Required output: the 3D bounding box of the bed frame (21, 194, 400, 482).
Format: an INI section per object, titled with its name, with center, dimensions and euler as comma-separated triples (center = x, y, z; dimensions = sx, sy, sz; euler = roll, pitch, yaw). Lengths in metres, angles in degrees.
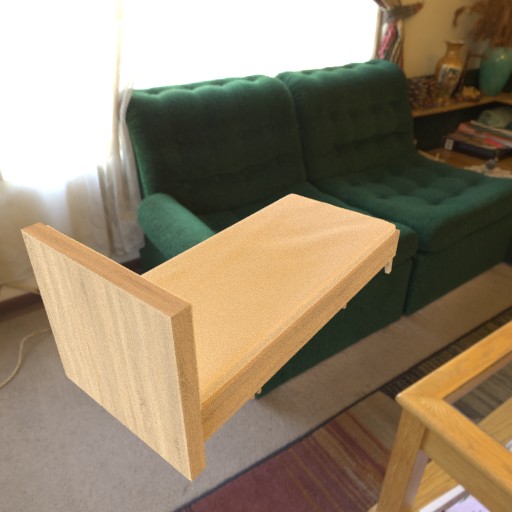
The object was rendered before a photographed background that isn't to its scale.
[bed frame]
center = 0.000, 0.000, 2.676
dimensions = 0.990, 0.920, 2.140
euler = 23, 38, 32
